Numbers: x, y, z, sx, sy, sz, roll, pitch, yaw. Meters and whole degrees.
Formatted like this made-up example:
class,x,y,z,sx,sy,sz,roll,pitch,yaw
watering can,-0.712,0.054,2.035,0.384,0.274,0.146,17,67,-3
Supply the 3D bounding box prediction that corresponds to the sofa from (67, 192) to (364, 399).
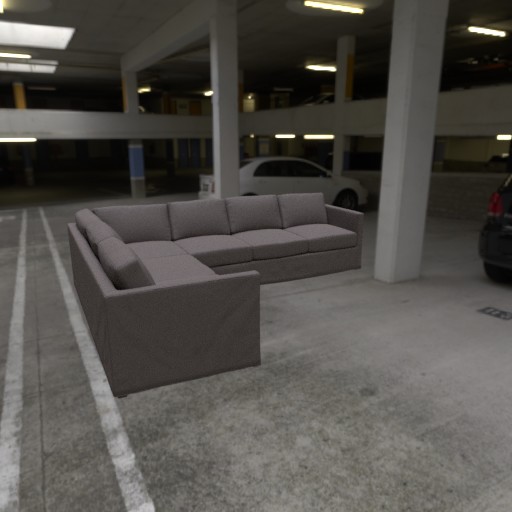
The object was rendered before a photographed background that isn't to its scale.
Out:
class,x,y,z,sx,sy,sz,roll,pitch,yaw
sofa,0.000,0.000,4.317,3.182,0.871,2.432,-8,17,-26
